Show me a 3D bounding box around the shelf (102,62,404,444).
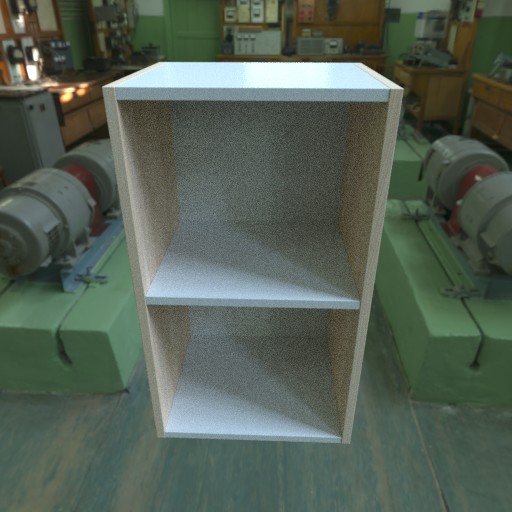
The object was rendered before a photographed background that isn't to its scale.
[{"bbox_3d":[0.000,0.000,0.780,0.350,0.600,0.290,1,29,2],"label":"shelf"}]
